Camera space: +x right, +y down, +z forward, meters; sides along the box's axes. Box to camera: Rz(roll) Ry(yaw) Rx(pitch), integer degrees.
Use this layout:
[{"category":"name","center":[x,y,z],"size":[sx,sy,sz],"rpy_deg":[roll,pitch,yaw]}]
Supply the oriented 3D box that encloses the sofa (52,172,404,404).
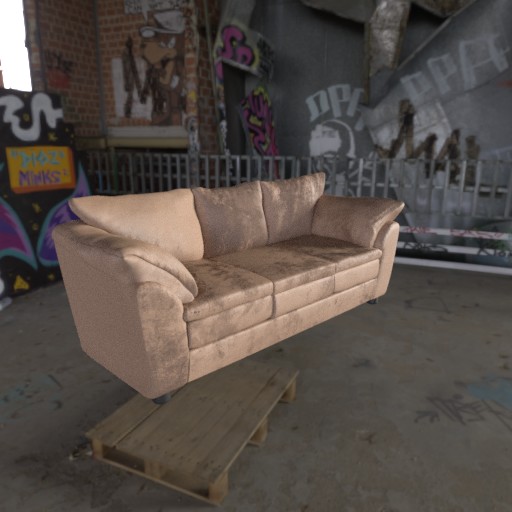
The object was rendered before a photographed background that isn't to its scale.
[{"category":"sofa","center":[0.000,0.000,2.924],"size":[2.377,0.981,0.893],"rpy_deg":[-14,20,-43]}]
